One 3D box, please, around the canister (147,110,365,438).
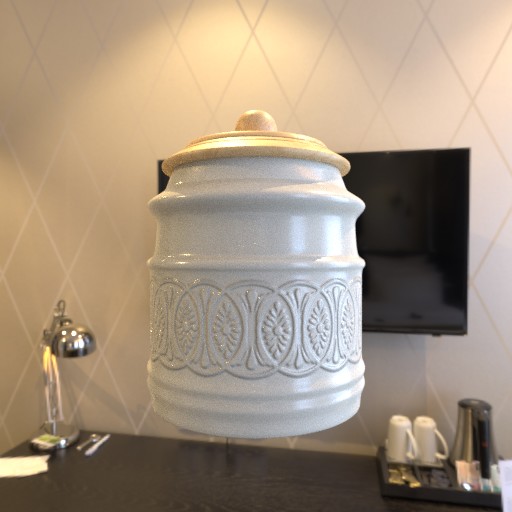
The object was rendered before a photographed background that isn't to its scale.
[{"bbox_3d":[0.000,0.000,0.271,0.130,0.176,0.130,0,0,0],"label":"canister"}]
